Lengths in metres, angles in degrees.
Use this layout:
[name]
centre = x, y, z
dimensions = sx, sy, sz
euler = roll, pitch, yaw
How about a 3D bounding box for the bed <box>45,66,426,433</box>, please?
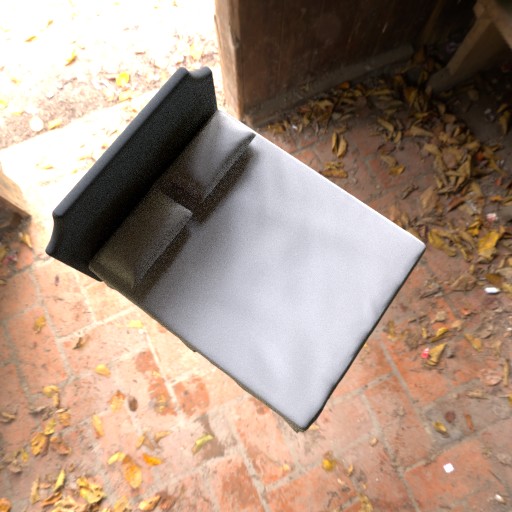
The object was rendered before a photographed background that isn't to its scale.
[bed]
centre = 0.000, 0.000, 3.395
dimensions = 2.259, 1.296, 1.811
euler = 35, 79, 8
